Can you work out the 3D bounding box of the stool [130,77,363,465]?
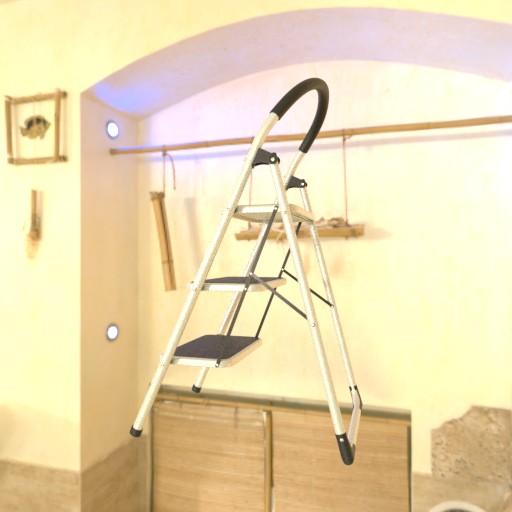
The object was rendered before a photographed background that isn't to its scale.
[{"bbox_3d":[0.000,0.000,1.490,0.676,1.109,0.485,0,0,16],"label":"stool"}]
